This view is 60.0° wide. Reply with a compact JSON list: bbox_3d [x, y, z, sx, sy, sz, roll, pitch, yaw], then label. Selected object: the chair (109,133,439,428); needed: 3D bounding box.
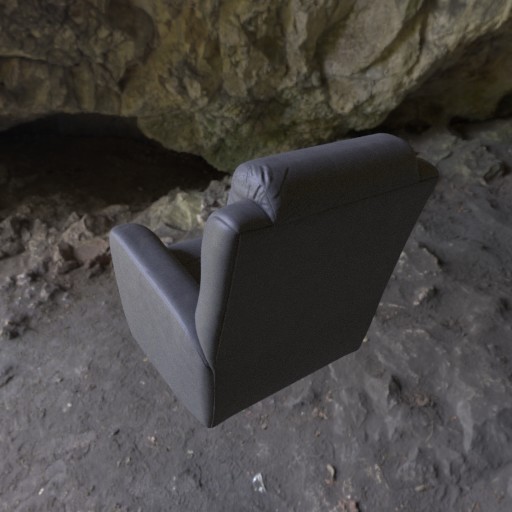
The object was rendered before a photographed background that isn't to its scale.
[{"bbox_3d":[0.000,0.000,1.900,0.967,1.116,1.068,-18,33,-30],"label":"chair"}]
